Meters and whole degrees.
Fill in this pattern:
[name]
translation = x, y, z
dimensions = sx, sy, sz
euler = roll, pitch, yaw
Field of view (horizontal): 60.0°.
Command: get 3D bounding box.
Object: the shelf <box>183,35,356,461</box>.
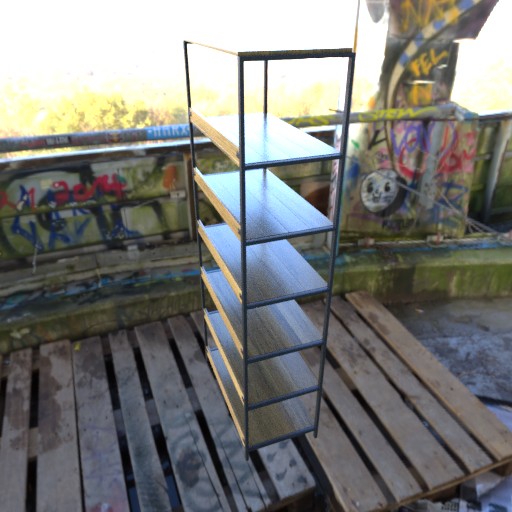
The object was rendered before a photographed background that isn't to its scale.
[shelf]
translation = 0.000, 0.000, 2.312
dimensions = 0.431, 2.015, 0.847
euler = -10, 31, -18
